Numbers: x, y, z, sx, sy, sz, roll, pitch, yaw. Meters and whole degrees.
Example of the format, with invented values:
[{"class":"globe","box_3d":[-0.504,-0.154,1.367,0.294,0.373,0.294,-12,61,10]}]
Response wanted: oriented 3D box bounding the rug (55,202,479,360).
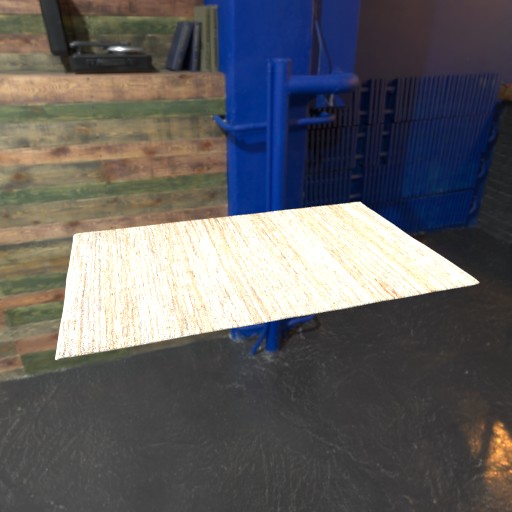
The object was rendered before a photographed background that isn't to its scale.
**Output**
[{"class":"rug","box_3d":[0.000,0.000,3.050,2.446,0.009,1.529,-8,28,-15]}]
